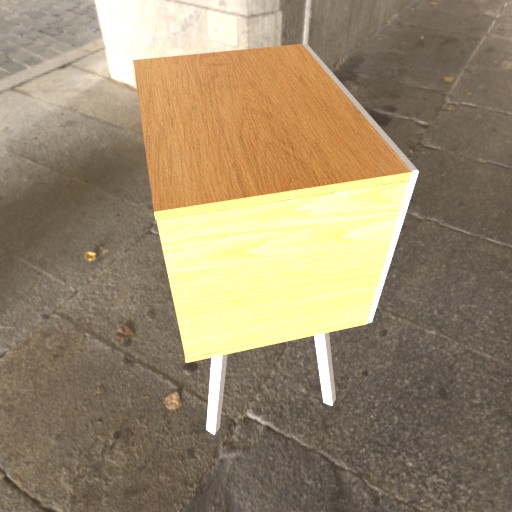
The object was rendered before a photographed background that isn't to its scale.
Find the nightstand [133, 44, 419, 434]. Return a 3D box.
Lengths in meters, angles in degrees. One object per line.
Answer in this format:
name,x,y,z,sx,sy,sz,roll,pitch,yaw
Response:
nightstand,0.000,0.000,0.832,0.316,0.601,0.400,-10,46,-10
